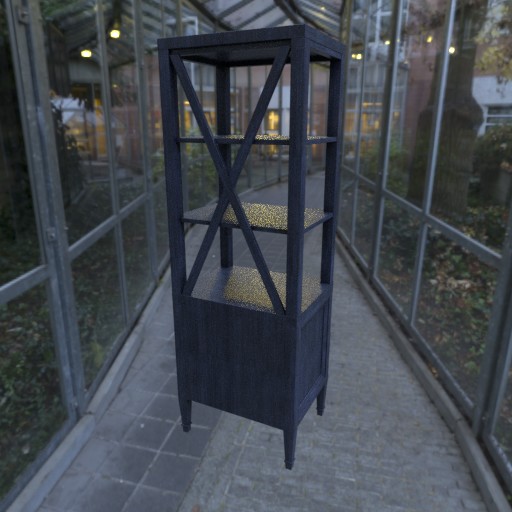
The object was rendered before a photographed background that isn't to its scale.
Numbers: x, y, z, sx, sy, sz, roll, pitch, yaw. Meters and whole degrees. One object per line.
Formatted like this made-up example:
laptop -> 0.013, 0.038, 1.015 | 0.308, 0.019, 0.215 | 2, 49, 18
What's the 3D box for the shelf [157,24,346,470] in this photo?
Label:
shelf -> 0.000, 0.000, 1.966 | 0.584, 1.727, 0.472 | 8, 19, 26
